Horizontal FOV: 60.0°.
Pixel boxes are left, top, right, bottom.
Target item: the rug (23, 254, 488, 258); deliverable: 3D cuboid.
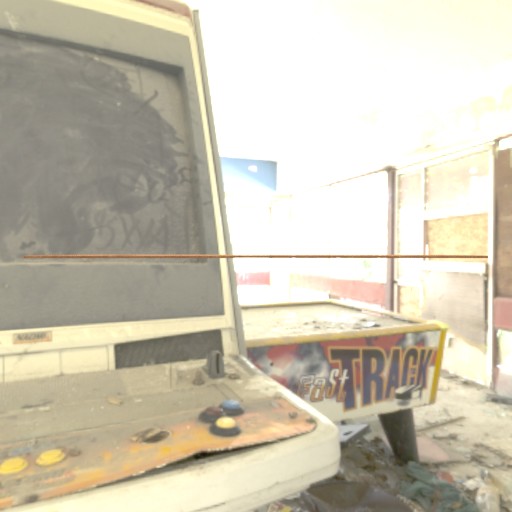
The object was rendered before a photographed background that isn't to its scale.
[{"bbox_3d":[0.000,0.000,2.695,2.439,0.017,0.764,0,1,0],"label":"rug"}]
